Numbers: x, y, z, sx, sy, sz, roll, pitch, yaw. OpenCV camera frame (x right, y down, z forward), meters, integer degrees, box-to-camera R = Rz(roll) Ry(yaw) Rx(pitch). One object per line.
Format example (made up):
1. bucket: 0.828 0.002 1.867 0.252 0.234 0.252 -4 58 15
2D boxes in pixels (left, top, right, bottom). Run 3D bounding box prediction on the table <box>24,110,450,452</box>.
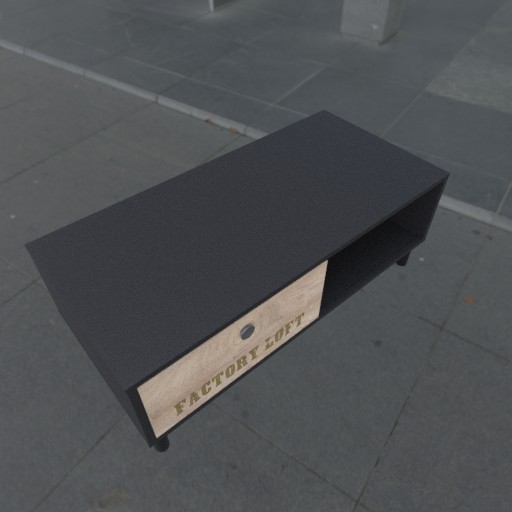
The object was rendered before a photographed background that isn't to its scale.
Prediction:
1. table: 0.000 0.000 1.377 1.100 0.400 0.550 -31 53 -27
